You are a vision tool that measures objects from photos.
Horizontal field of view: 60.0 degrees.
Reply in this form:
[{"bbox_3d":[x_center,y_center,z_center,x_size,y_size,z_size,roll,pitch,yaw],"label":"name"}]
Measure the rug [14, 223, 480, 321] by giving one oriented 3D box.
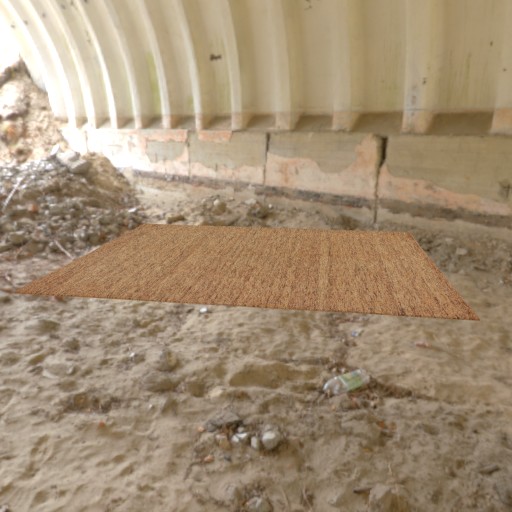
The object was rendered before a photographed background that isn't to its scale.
[{"bbox_3d":[0.000,0.000,4.153,3.200,0.012,2.438,2,16,8],"label":"rug"}]
